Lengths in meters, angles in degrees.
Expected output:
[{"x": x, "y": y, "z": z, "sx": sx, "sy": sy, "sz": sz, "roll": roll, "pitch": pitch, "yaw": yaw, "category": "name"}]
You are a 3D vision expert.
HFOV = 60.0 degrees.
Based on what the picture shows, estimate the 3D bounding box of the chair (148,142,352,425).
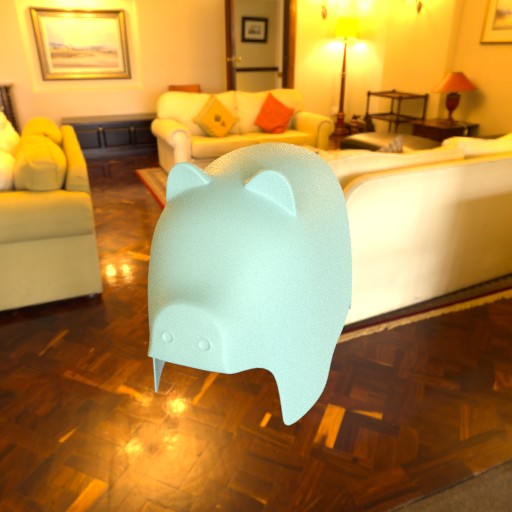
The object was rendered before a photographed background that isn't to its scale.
[{"x": 0.000, "y": 0.000, "z": 0.868, "sx": 0.364, "sy": 0.423, "sz": 0.619, "roll": 8, "pitch": 26, "yaw": 16, "category": "chair"}]
